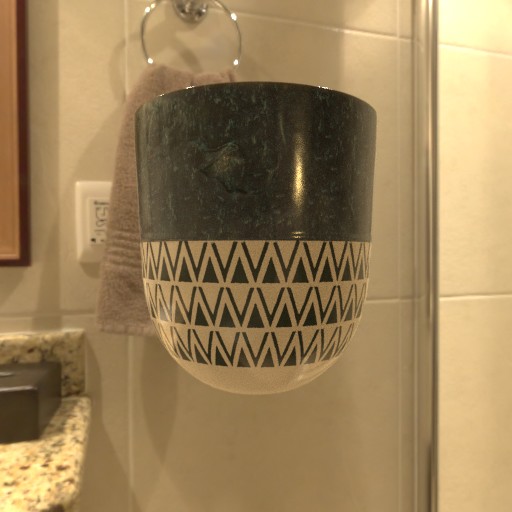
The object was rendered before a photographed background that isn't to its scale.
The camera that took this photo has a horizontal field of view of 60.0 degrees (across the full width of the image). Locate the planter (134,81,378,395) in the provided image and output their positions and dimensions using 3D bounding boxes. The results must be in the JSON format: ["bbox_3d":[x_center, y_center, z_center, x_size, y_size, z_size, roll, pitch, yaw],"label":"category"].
[{"bbox_3d":[0.000,0.000,0.366,0.195,0.214,0.195,0,0,0],"label":"planter"}]
